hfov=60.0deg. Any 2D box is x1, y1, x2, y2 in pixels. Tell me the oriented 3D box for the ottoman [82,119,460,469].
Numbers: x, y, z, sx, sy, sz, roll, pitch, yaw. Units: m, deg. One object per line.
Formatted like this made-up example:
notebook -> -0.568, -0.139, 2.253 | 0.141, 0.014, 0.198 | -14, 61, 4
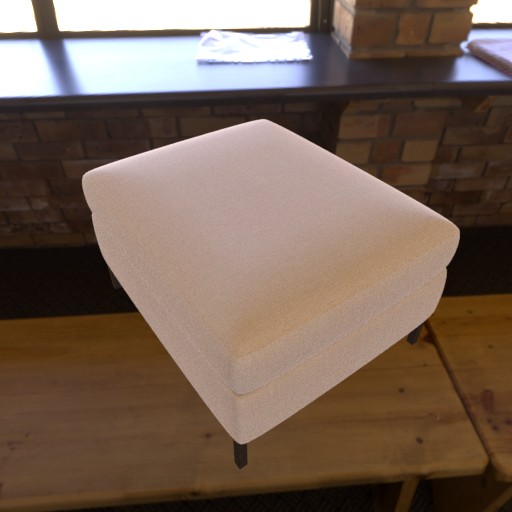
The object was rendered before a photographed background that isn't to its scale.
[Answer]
ottoman -> 0.000, 0.000, 1.225 | 0.657, 0.453, 0.794 | -25, 46, -27
